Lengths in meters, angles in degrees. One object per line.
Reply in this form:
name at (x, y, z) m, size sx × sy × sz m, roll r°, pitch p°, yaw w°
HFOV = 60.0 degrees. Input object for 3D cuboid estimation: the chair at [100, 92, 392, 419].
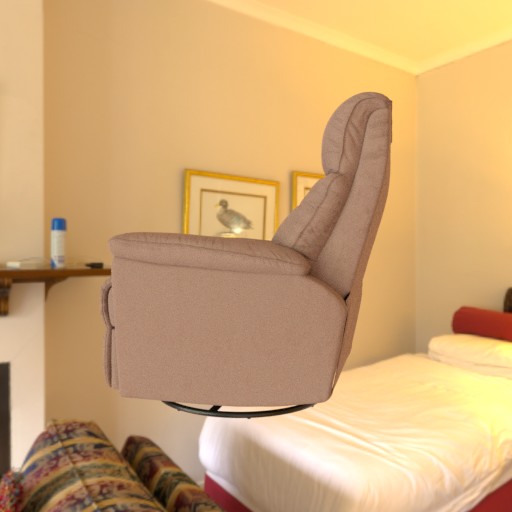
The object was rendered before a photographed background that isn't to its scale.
chair at (0.000, 0.000, 1.711) m, size 1.004 × 1.037 × 0.820 m, roll 0°, pitch 0°, yaw 17°
